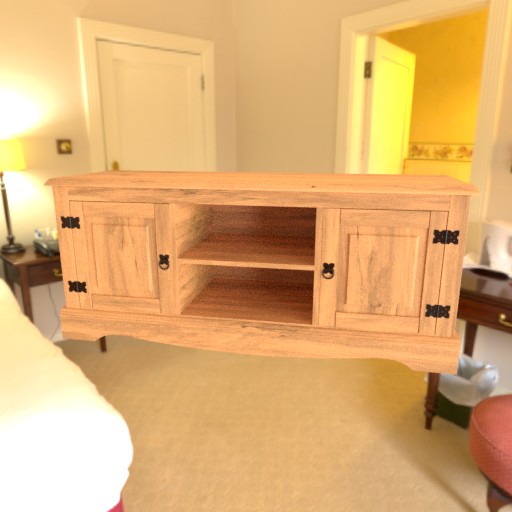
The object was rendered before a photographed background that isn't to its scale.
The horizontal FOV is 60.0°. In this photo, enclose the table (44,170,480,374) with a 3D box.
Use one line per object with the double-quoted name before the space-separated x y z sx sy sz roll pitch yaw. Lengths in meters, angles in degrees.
"table" 0.000 0.000 1.451 1.200 0.510 0.400 3 15 11
